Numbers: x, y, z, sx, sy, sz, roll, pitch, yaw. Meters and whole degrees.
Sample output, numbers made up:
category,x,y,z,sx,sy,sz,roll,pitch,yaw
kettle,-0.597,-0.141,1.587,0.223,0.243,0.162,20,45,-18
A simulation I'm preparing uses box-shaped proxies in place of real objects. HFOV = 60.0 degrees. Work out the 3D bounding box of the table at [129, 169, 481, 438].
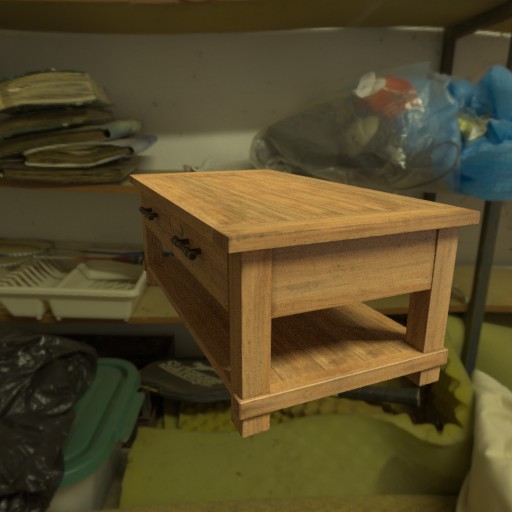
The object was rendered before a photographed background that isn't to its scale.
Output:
category,x,y,z,sx,sy,sz,roll,pitch,yaw
table,0.000,0.000,1.611,0.693,0.494,1.270,-7,18,-23
